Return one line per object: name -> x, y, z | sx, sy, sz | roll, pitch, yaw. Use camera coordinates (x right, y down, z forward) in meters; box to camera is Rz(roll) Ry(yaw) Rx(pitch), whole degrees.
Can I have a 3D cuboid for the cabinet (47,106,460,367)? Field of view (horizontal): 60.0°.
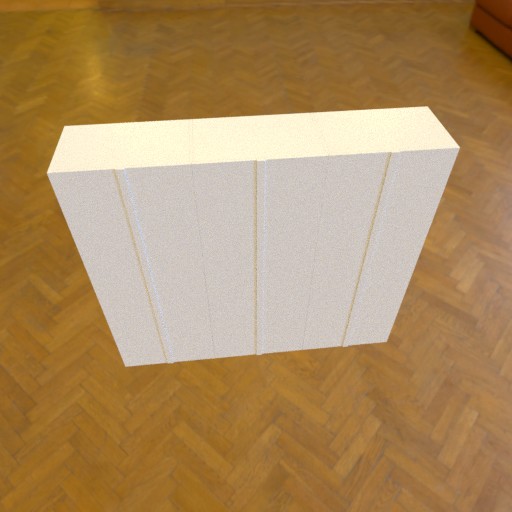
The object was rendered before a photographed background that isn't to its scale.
cabinet -> 0.000, 0.000, 3.926 | 2.700, 2.370, 0.590 | -4, 46, -4
